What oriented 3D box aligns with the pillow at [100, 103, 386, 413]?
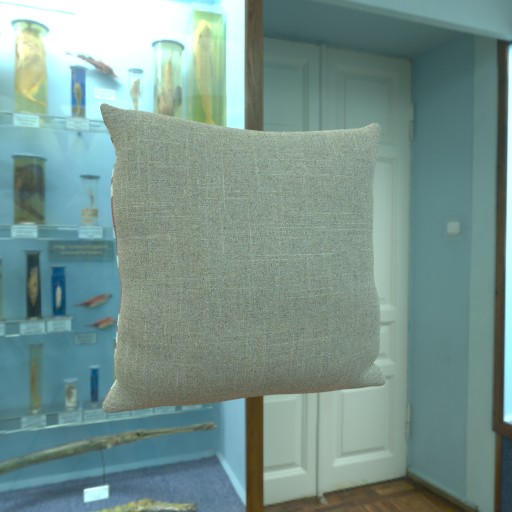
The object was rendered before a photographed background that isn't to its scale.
[{"bbox_3d":[0.000,0.000,0.664,0.439,0.427,0.182,0,2,-17],"label":"pillow"}]
